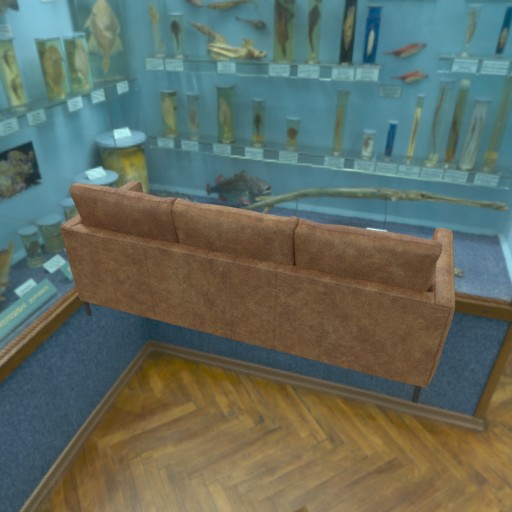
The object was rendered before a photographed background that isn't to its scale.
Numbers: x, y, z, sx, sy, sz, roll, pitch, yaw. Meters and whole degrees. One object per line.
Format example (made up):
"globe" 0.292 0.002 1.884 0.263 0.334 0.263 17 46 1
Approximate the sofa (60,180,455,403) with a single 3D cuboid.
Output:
"sofa" 0.000 0.000 2.493 2.029 0.863 0.748 11 34 17
